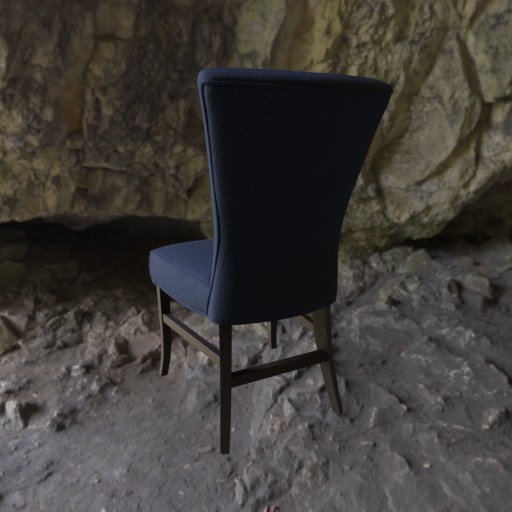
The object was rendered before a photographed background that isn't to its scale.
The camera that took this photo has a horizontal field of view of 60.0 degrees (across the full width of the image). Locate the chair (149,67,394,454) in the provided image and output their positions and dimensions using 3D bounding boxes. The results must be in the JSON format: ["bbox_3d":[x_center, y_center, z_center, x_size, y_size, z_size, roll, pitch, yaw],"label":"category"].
[{"bbox_3d":[0.000,0.000,1.359,0.520,0.991,0.660,-8,17,-26],"label":"chair"}]
